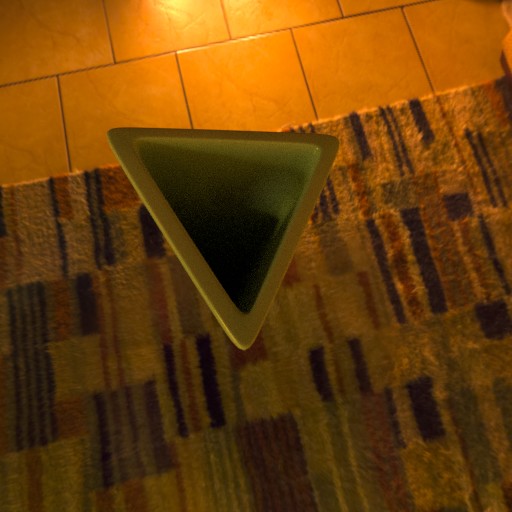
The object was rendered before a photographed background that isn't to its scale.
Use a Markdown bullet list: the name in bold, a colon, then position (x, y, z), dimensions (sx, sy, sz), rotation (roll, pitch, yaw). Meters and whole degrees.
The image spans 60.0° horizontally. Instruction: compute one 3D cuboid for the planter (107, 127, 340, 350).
- **planter**: position (0.000, 0.000, 0.219), dimensions (0.064, 0.178, 0.080), rotation (-32, 78, -8)
